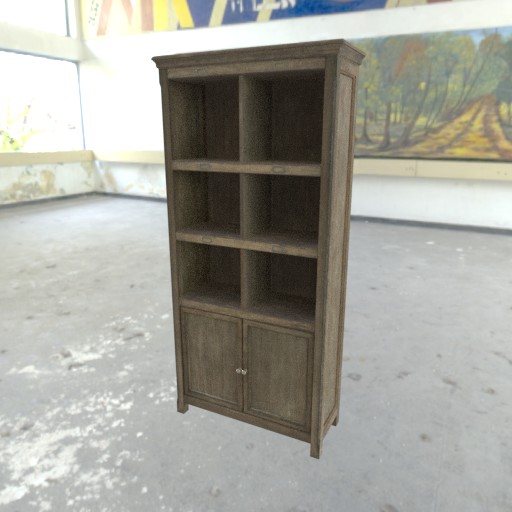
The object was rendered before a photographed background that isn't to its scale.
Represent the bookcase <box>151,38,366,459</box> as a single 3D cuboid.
[{"bbox_3d":[0.000,0.000,2.236,0.906,1.880,0.348,8,17,26],"label":"bookcase"}]
